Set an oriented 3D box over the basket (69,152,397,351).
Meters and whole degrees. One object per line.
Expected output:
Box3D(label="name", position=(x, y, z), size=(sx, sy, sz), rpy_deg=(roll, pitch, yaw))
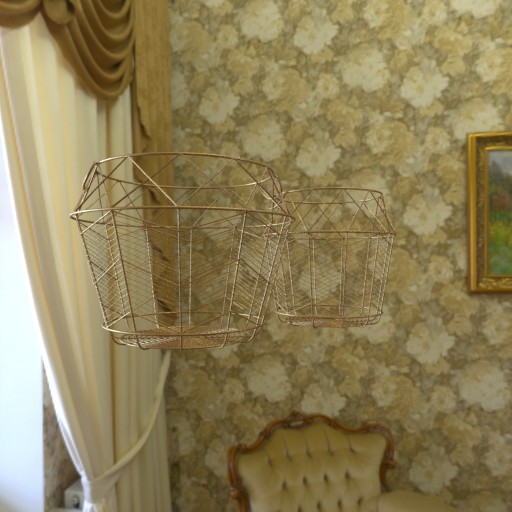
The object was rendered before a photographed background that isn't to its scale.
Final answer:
Box3D(label="basket", position=(0.000, 0.000, 1.024), size=(0.805, 0.343, 0.451), rpy_deg=(0, -1, -36))
